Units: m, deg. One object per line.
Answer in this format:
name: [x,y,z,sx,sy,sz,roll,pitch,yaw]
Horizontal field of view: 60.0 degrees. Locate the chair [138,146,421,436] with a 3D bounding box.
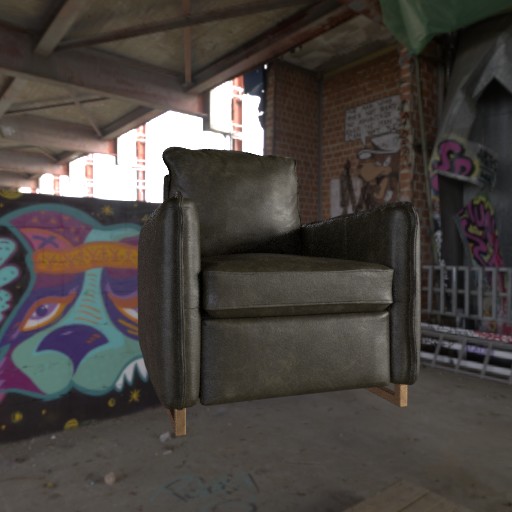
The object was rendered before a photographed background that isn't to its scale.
chair: [0.000,0.000,1.634,0.830,0.921,0.921,0,0,-19]
